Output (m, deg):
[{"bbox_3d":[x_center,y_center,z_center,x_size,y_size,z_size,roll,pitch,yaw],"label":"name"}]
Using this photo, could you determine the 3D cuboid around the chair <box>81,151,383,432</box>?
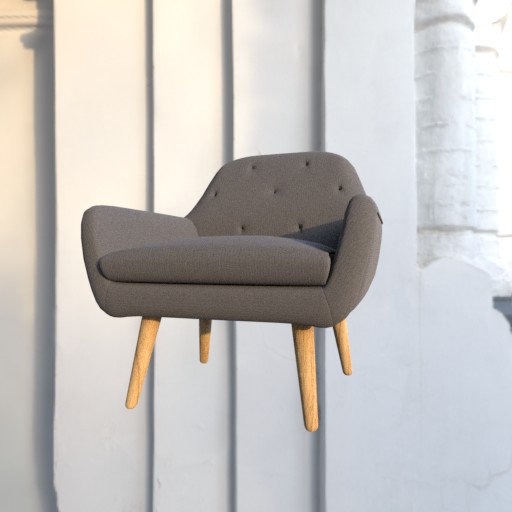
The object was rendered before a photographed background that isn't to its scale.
[{"bbox_3d":[0.000,0.000,1.397,0.770,0.800,0.779,0,0,18],"label":"chair"}]
